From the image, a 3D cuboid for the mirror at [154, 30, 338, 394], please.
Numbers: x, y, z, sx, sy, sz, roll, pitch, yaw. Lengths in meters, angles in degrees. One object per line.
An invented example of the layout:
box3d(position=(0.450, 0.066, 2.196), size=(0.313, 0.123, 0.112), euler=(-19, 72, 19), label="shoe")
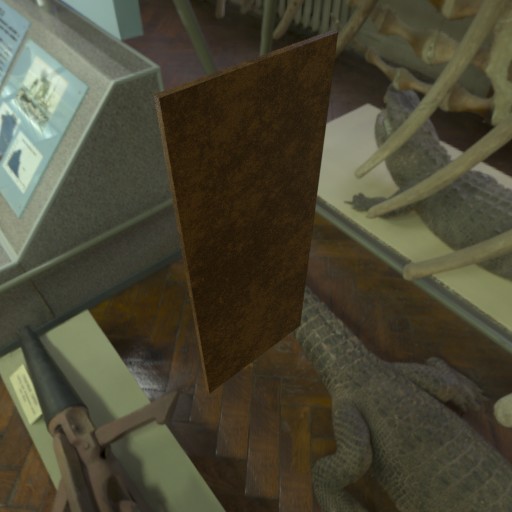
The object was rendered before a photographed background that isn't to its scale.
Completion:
box3d(position=(0.000, 0.000, 2.305), size=(0.812, 2.031, 0.032), euler=(-32, 55, -26), label="mirror")
